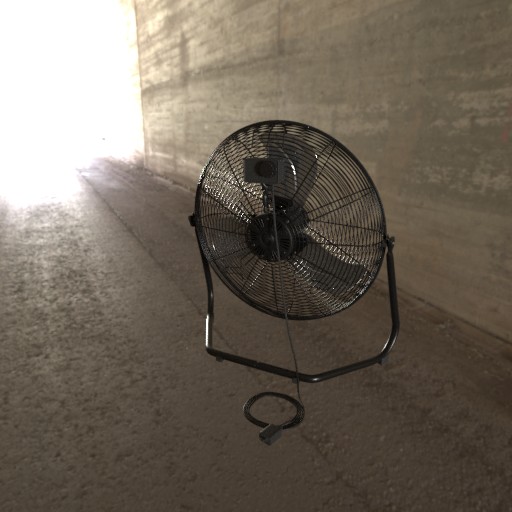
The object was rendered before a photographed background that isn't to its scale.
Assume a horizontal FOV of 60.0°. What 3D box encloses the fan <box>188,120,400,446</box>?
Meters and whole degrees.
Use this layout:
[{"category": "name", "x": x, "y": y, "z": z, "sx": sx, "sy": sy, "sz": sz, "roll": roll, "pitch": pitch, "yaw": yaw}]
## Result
[{"category": "fan", "x": 0.000, "y": 0.000, "z": 1.027, "sx": 0.595, "sy": 0.605, "sz": 0.470, "roll": 9, "pitch": 19, "yaw": 27}]
